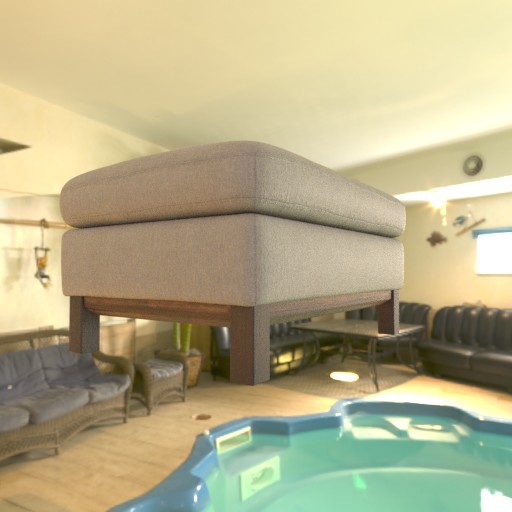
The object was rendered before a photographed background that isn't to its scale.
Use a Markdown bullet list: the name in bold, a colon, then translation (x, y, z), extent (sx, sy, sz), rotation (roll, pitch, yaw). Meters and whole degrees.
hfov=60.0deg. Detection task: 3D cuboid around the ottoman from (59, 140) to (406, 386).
- **ottoman**: translation (0.000, 0.000, 1.053), extent (0.528, 0.404, 0.735), rotation (-1, -2, 35)
